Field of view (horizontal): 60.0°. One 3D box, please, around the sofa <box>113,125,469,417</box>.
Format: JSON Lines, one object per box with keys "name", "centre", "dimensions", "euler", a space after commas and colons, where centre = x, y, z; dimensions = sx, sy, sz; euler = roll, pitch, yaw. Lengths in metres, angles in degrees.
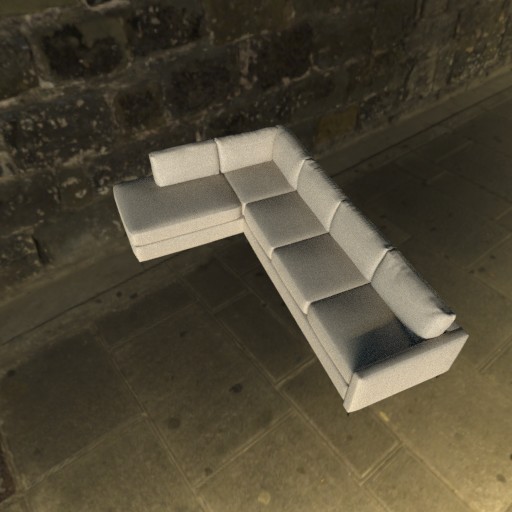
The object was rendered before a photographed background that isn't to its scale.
{"name": "sofa", "centre": [0.000, 0.000, 3.178], "dimensions": [1.617, 0.703, 2.423], "euler": [-17, 48, -16]}
